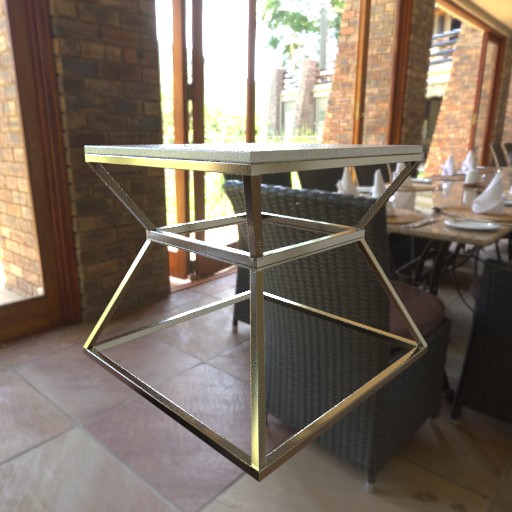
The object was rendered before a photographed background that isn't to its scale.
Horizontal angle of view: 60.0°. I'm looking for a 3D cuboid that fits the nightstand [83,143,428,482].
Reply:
[{"bbox_3d":[0.000,0.000,0.882,0.514,0.426,0.513,14,21,42],"label":"nightstand"}]
